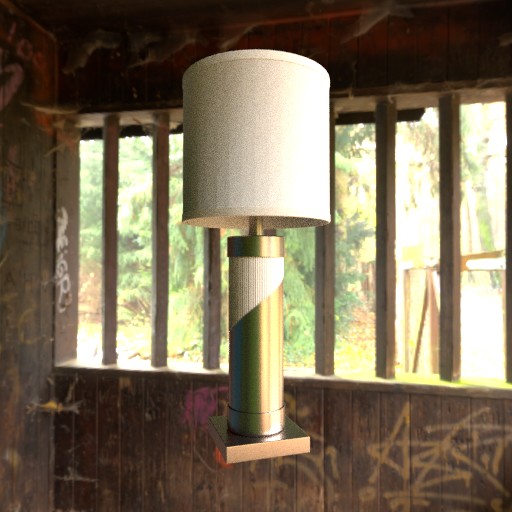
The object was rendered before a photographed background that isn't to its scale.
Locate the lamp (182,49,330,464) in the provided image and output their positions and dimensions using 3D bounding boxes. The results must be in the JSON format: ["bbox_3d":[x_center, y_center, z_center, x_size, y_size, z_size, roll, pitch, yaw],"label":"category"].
[{"bbox_3d":[0.000,0.000,0.613,0.202,0.509,0.202,0,-1,-18],"label":"lamp"}]
